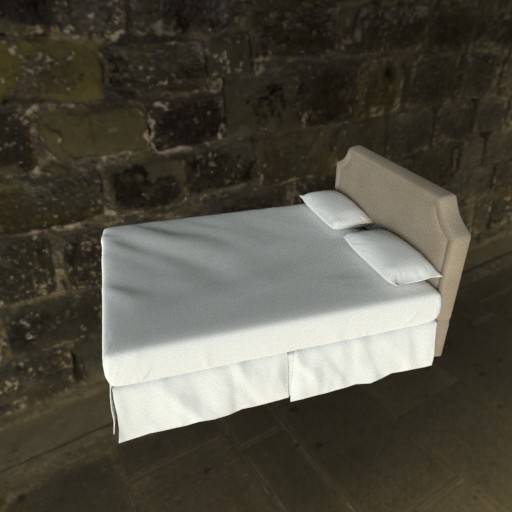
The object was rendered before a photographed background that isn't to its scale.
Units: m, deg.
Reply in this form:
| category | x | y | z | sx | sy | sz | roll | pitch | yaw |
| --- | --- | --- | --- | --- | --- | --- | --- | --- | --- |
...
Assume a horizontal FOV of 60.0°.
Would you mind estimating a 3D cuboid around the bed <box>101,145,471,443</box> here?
| category | x | y | z | sx | sy | sz | roll | pitch | yaw |
| --- | --- | --- | --- | --- | --- | --- | --- | --- | --- |
| bed | 0.000 | 0.000 | 3.609 | 2.498 | 1.293 | 1.977 | -8 | 30 | -15 |
